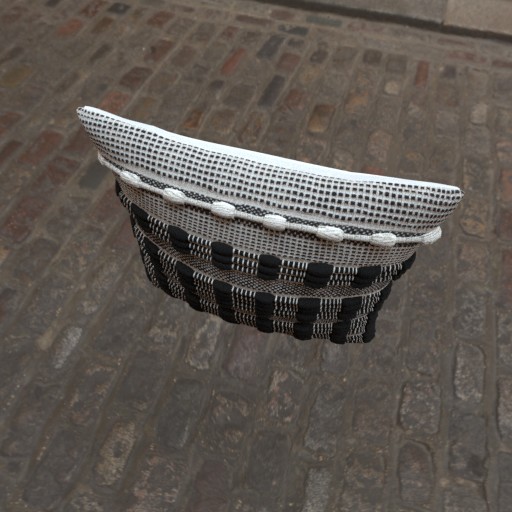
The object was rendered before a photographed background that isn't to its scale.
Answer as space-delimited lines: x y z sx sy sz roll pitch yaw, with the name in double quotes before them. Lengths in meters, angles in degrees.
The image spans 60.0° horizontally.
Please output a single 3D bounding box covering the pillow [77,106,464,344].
"pillow" 0.000 0.000 0.657 0.436 0.438 0.156 14 60 8
